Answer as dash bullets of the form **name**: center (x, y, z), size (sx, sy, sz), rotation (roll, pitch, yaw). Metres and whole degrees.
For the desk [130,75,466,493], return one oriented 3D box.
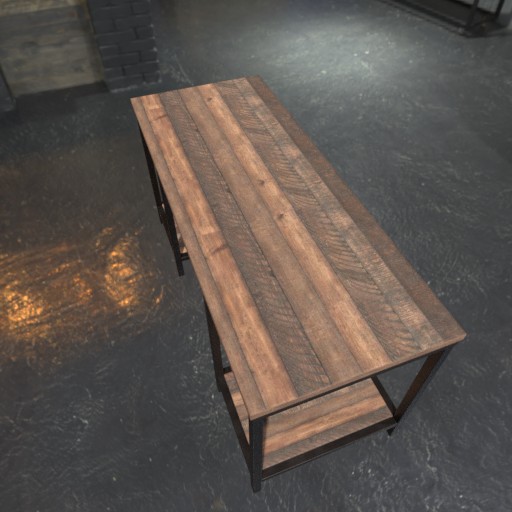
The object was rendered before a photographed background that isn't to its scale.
- **desk**: center (0.000, 0.000, 1.869), size (0.617, 0.753, 1.538), rotation (-16, 51, -14)
